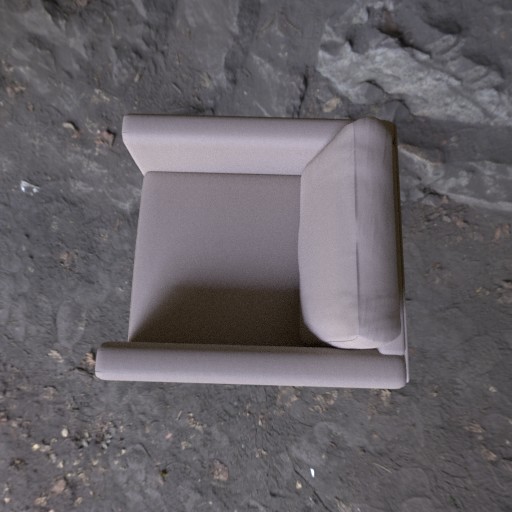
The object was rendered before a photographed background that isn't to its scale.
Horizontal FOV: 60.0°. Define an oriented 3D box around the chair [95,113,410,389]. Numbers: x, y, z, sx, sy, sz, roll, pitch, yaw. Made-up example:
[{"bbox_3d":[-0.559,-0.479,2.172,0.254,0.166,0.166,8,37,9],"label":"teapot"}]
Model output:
[{"bbox_3d":[0.000,0.000,1.668,0.959,0.838,0.914,2,76,0],"label":"chair"}]
